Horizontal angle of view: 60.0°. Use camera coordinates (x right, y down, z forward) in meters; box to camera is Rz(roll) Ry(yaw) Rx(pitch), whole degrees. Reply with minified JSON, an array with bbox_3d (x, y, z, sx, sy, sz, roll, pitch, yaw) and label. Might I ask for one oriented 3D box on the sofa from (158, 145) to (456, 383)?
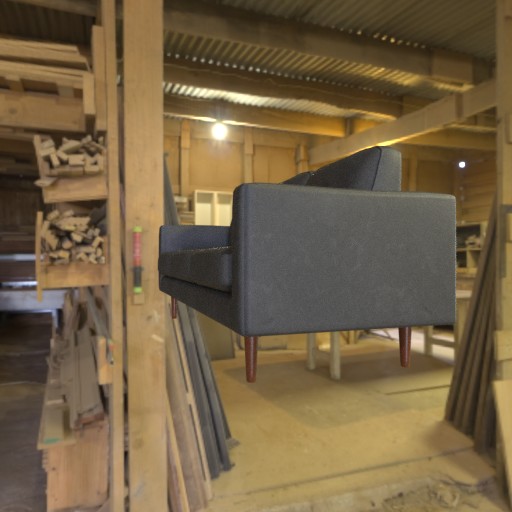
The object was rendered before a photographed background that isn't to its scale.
[{"bbox_3d":[0.000,0.000,2.467,0.879,0.899,2.029,0,0,-19],"label":"sofa"}]
